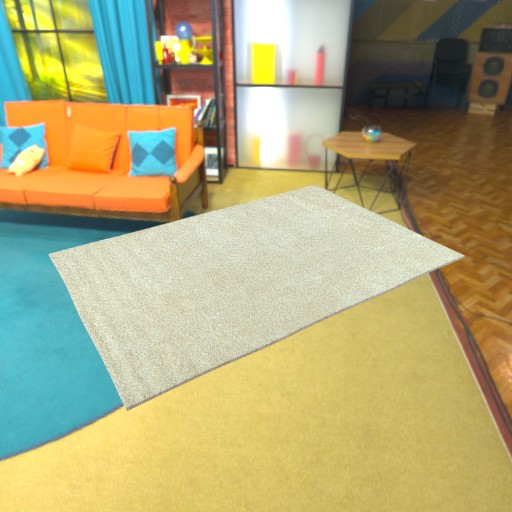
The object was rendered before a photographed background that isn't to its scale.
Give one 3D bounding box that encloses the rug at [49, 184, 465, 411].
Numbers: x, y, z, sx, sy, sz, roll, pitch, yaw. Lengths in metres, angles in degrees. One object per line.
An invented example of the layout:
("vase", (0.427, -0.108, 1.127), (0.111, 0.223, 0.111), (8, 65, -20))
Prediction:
("rug", (0.000, 0.000, 3.460), (2.699, 0.025, 1.800), (-18, 35, -28))
